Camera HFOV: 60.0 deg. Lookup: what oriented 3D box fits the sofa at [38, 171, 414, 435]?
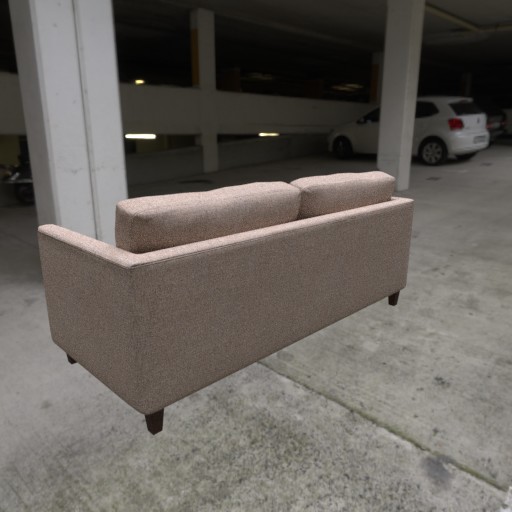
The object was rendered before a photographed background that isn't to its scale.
[{"bbox_3d":[0.000,0.000,2.701,2.208,0.965,0.951,-15,22,-43],"label":"sofa"}]
